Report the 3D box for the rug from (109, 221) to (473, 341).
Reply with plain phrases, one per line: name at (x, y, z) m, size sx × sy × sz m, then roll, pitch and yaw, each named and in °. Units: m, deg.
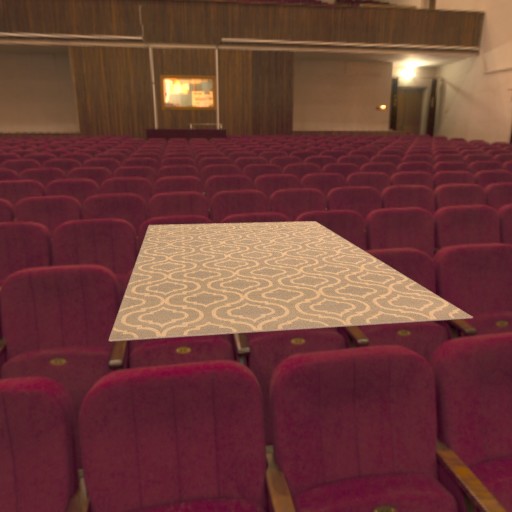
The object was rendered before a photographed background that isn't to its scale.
rug at (0.000, 0.000, 2.182) m, size 1.141 × 0.015 × 1.749 m, roll -2°, pitch 15°, yaw -9°
